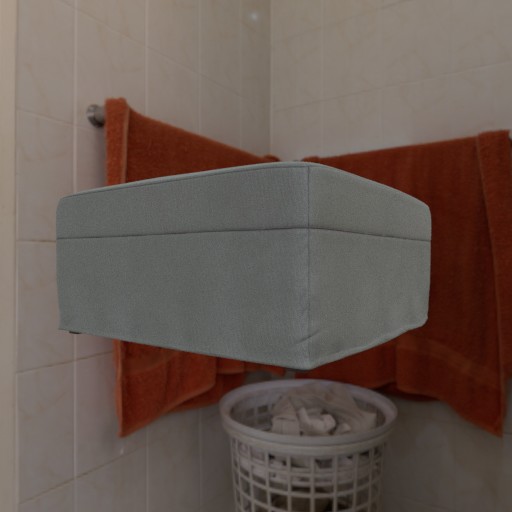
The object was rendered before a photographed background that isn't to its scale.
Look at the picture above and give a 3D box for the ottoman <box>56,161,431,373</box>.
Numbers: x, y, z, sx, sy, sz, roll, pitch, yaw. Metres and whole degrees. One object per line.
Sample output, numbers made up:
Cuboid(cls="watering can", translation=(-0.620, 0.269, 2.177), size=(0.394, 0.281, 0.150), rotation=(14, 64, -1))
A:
Cuboid(cls="ottoman", translation=(0.000, 0.000, 1.346), size=(0.843, 0.441, 0.842), rotation=(0, 0, 36))
